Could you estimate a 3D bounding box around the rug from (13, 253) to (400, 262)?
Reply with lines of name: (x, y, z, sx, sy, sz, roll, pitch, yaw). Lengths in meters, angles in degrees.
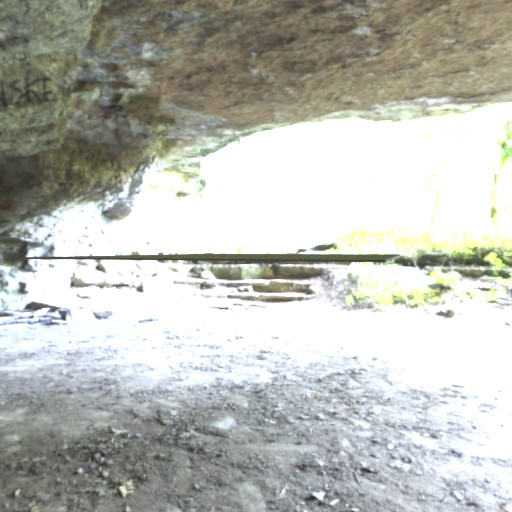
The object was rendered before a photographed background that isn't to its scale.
rug: (0.000, 0.000, 3.434, 2.073, 0.011, 2.584, 0, 1, 19)
